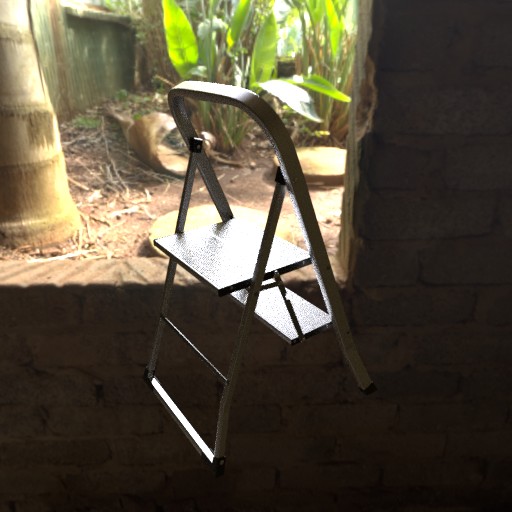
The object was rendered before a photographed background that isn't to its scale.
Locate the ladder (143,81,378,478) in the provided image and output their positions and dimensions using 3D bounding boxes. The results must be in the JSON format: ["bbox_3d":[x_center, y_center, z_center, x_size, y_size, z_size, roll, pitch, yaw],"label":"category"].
[{"bbox_3d":[0.000,0.000,1.126,0.530,0.830,0.465,-18,31,-32],"label":"ladder"}]
